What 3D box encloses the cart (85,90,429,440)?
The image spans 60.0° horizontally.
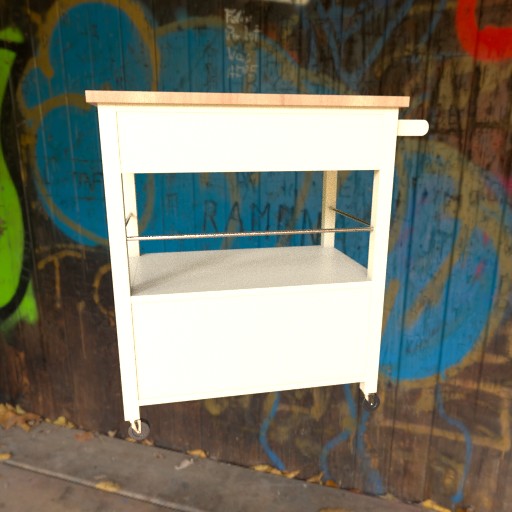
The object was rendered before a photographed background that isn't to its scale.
[{"bbox_3d":[0.000,0.000,1.366,0.840,0.901,0.459,-3,15,-11],"label":"cart"}]
